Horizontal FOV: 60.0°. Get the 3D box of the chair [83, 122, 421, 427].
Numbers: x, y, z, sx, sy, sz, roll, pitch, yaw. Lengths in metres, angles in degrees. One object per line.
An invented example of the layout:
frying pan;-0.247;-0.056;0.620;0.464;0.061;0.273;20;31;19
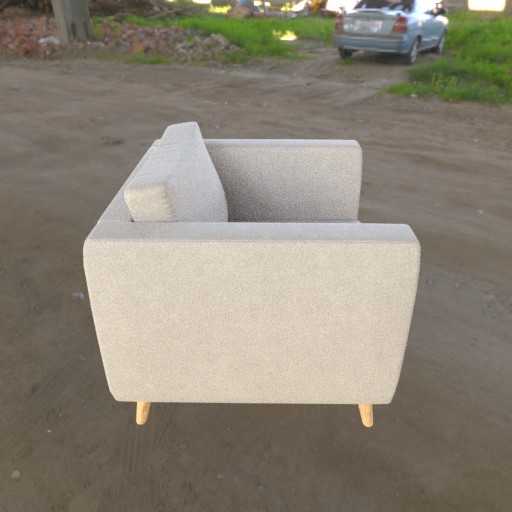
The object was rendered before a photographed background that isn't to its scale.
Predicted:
chair;0.000;0.000;1.719;0.930;0.860;1.000;0;31;1
